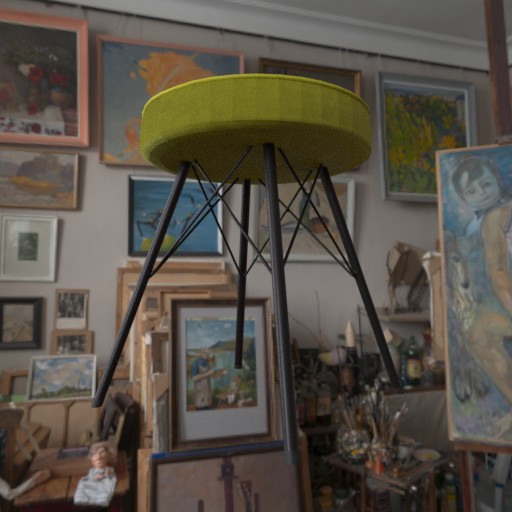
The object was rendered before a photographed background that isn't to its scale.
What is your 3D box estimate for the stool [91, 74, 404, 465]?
[{"bbox_3d":[0.000,0.000,0.797,0.409,0.508,0.409,-2,-3,36],"label":"stool"}]
